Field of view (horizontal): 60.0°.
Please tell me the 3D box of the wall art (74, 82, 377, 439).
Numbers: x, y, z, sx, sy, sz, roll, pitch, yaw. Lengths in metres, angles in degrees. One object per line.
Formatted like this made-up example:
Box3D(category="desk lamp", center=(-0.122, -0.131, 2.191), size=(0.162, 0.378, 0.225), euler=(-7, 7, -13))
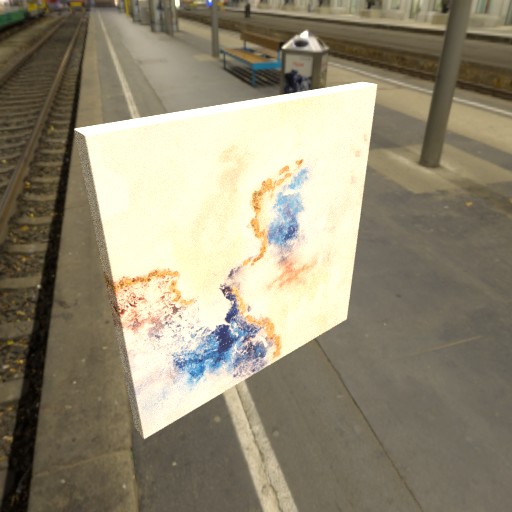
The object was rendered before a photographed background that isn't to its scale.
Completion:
Box3D(category="wall art", center=(0.000, 0.000, 1.586), size=(1.061, 1.061, 0.071), euler=(-22, 37, -33))
